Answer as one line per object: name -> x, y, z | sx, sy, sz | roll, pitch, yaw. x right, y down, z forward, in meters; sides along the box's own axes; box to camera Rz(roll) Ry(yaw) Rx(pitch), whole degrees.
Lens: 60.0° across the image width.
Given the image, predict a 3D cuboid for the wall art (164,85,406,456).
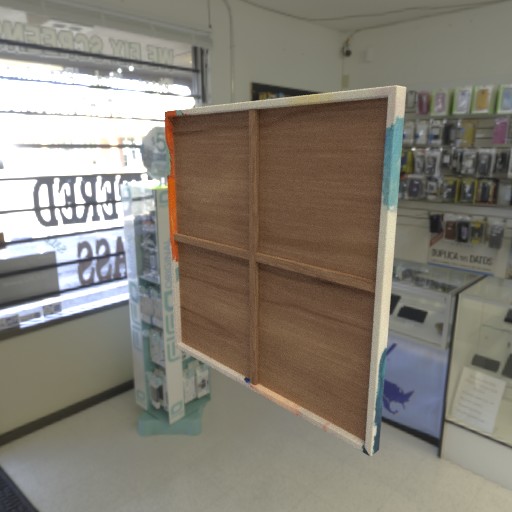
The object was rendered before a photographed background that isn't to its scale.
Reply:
wall art -> 0.000, 0.000, 1.233 | 0.037, 0.814, 0.814 | -13, 18, -42
